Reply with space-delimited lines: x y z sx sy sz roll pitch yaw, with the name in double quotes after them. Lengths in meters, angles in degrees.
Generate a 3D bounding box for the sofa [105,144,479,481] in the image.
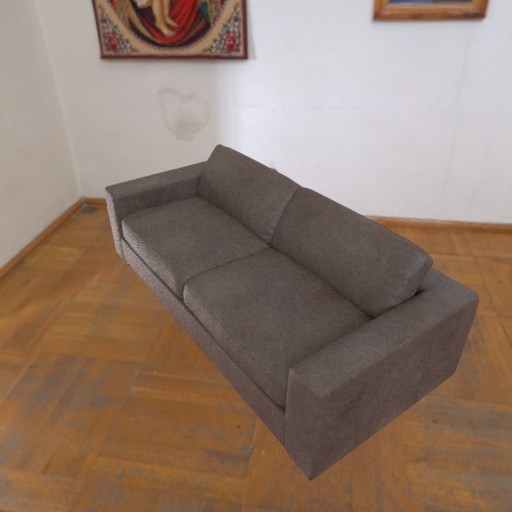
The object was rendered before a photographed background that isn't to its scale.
0.000 0.000 2.712 1.070 0.801 2.262 -22 39 -29 "sofa"
